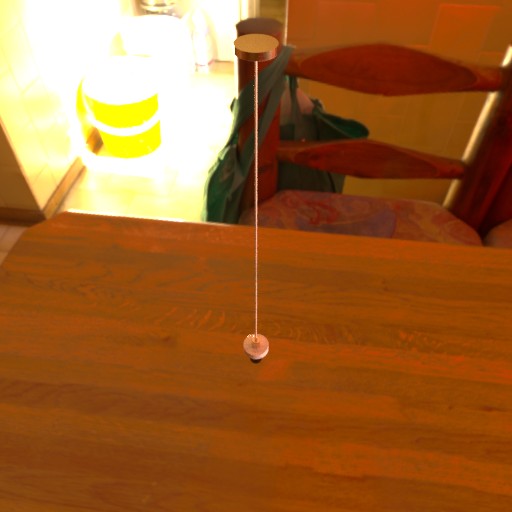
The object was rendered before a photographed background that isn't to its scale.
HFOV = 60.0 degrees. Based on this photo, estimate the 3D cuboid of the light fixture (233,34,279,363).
[{"bbox_3d":[0.000,0.000,1.786,0.129,1.669,0.129,-18,50,-15],"label":"light fixture"}]
